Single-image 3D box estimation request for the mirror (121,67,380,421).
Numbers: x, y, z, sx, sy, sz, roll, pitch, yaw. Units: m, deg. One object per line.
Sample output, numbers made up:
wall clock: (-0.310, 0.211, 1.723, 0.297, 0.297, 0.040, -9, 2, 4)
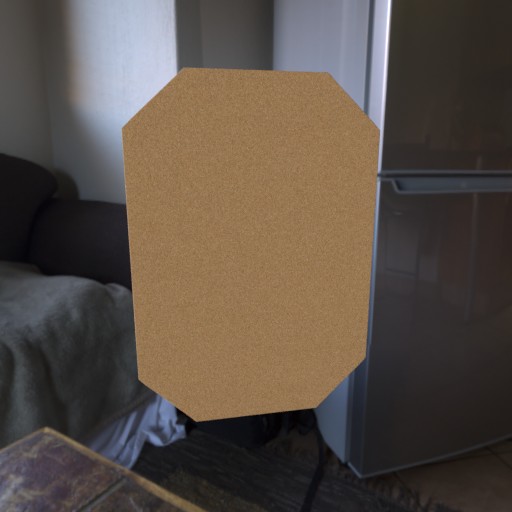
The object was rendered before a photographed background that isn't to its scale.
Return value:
mirror: (0.000, 0.000, 1.307, 0.709, 1.015, 0.061, -3, 14, -11)
